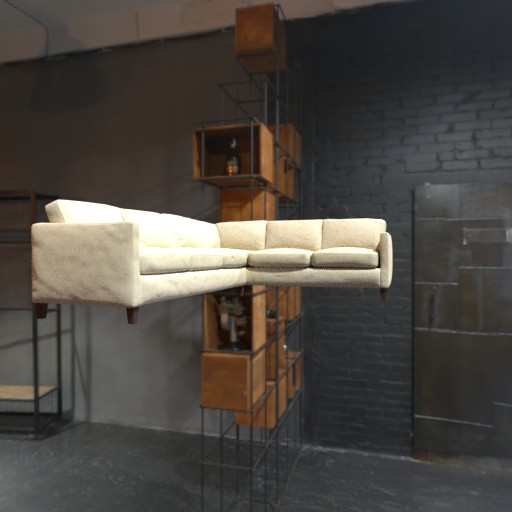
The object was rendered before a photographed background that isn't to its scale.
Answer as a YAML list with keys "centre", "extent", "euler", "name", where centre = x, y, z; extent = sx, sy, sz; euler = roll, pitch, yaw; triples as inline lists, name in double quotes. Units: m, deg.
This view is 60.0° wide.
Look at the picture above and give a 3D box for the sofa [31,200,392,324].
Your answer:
- centre: [0.000, 0.000, 4.488]
  extent: [2.593, 0.947, 3.302]
  euler: [0, 0, 18]
  name: "sofa"
